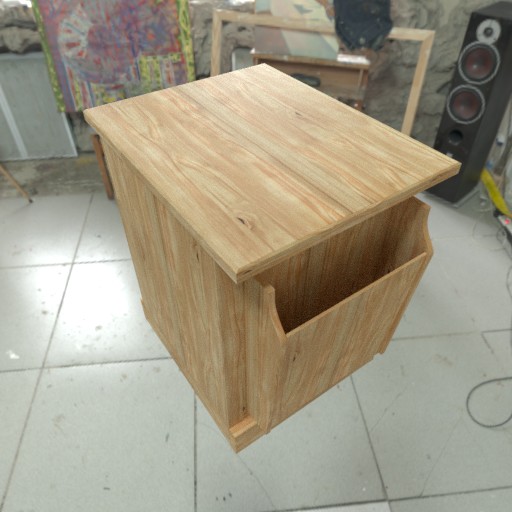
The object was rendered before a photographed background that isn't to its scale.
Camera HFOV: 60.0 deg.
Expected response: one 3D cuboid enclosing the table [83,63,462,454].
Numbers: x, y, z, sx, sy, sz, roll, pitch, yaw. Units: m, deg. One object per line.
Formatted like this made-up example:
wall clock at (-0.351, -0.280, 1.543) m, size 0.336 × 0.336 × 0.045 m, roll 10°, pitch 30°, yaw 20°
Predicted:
table at (0.000, 0.000, 0.858) m, size 0.380 × 0.515 × 0.530 m, roll -26°, pitch 49°, yaw -25°
